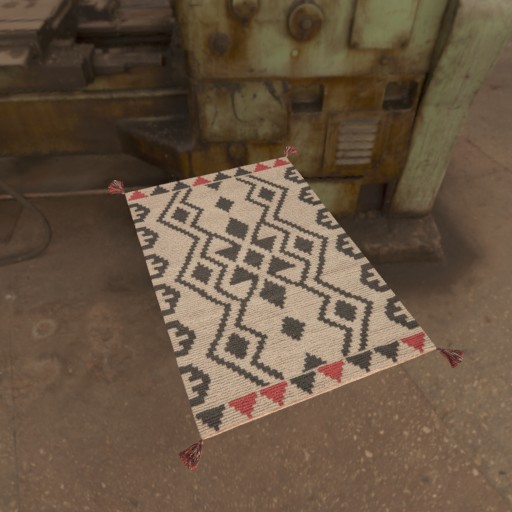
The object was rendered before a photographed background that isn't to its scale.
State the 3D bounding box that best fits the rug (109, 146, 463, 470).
[{"bbox_3d":[0.000,0.000,2.625,1.444,0.067,2.069,-16,48,-15],"label":"rug"}]
